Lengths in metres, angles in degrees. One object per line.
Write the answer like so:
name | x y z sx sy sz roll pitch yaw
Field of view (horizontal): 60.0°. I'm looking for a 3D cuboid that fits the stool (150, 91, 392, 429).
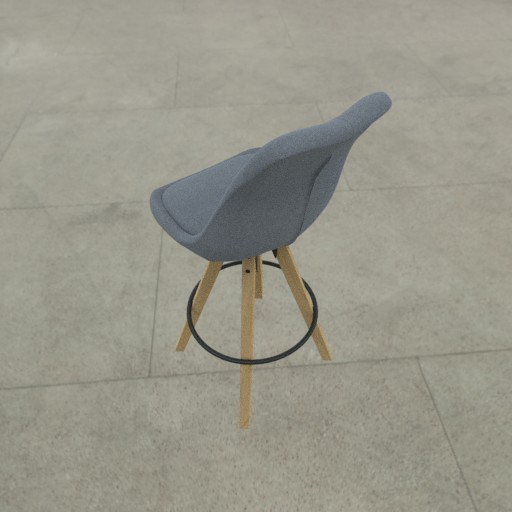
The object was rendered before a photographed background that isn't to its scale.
stool | 0.000 0.000 1.334 0.485 1.115 0.550 -31 53 -27
